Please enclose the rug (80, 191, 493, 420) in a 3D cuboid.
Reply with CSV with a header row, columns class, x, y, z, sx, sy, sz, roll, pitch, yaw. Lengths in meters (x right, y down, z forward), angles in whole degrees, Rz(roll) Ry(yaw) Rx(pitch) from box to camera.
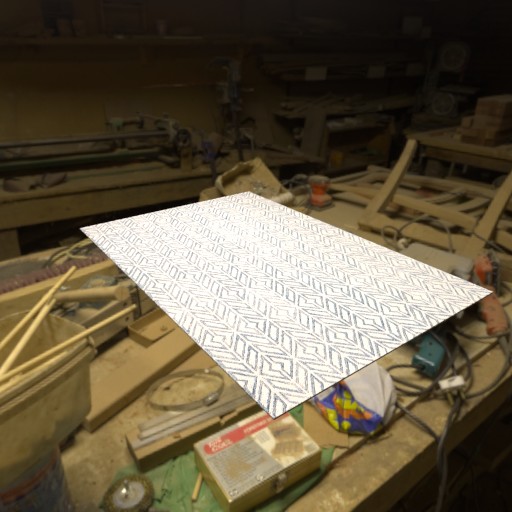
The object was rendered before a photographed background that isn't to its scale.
class,x,y,z,sx,sy,sz,roll,pitch,yaw
rug,0.000,0.000,2.265,1.220,0.008,1.824,-18,31,-32
